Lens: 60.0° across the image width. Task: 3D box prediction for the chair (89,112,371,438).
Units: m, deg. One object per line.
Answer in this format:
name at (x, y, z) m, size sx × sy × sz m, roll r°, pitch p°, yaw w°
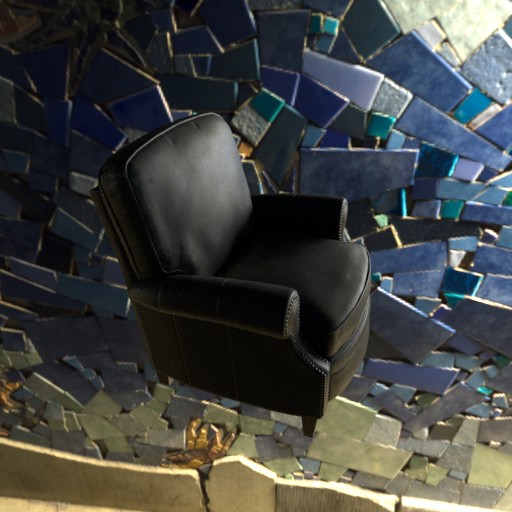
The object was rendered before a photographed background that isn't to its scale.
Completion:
chair at (0.000, 0.000, 1.818) m, size 0.986 × 1.018 × 0.936 m, roll 12°, pitch 33°, yaw 18°
